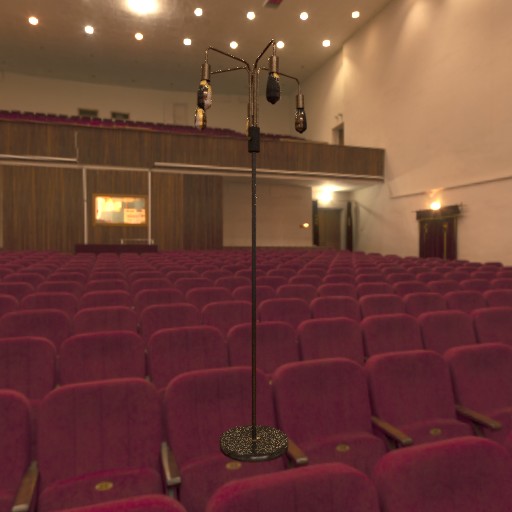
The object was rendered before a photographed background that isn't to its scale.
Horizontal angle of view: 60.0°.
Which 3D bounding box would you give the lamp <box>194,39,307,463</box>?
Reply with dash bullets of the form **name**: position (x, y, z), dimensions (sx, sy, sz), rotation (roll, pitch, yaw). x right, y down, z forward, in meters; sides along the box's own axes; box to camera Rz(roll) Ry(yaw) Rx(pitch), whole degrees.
- **lamp**: position (0.000, 0.000, 1.992), dimensions (0.572, 1.721, 0.599), rotation (0, 0, -18)
